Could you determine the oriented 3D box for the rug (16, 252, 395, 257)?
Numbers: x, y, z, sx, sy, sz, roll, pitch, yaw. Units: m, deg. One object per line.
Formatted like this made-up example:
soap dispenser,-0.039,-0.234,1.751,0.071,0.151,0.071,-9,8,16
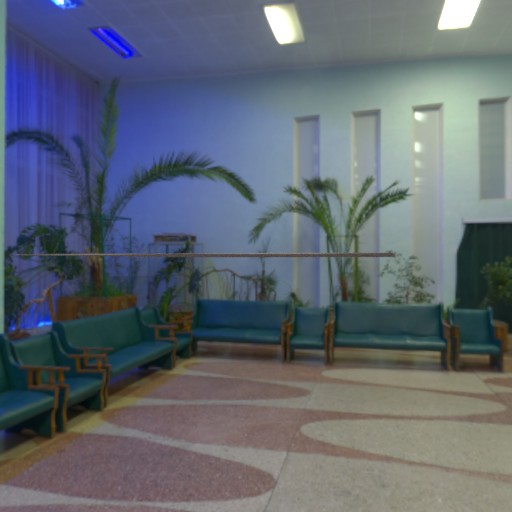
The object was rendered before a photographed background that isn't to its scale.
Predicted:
rug,0.000,0.000,4.060,2.425,0.008,3.035,0,0,17
